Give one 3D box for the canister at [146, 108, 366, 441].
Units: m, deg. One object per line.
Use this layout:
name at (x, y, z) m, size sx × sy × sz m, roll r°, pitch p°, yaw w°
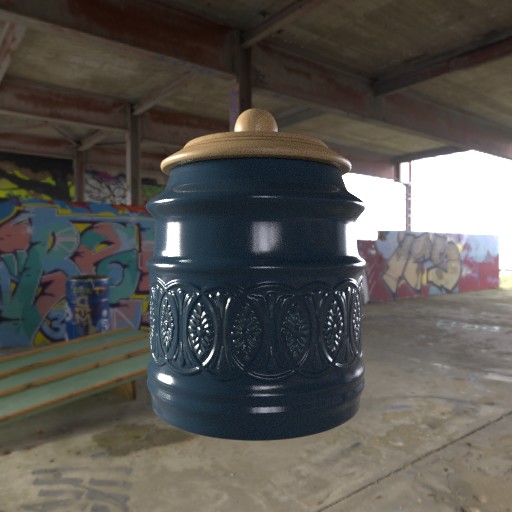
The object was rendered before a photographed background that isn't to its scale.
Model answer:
canister at (0.000, 0.000, 0.270) m, size 0.130 × 0.176 × 0.130 m, roll 0°, pitch 1°, yaw 0°
